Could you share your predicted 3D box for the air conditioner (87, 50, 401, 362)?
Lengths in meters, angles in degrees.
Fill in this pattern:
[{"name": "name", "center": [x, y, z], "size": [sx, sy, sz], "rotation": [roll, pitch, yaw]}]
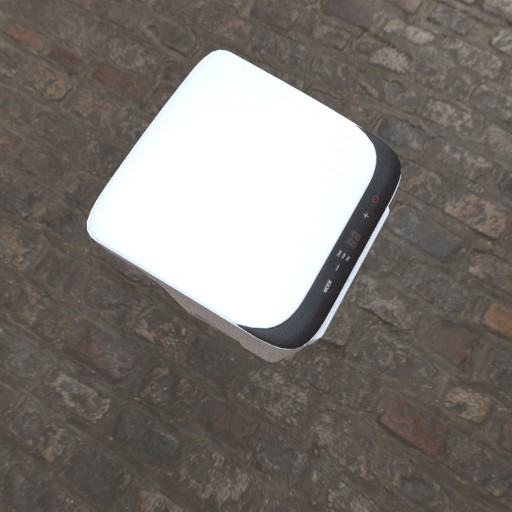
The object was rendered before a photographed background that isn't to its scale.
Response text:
[{"name": "air conditioner", "center": [0.000, 0.000, 0.947], "size": [0.369, 0.716, 0.352], "rotation": [29, 76, 8]}]
